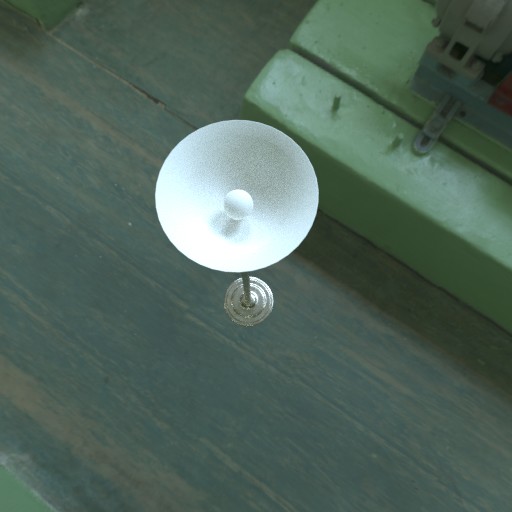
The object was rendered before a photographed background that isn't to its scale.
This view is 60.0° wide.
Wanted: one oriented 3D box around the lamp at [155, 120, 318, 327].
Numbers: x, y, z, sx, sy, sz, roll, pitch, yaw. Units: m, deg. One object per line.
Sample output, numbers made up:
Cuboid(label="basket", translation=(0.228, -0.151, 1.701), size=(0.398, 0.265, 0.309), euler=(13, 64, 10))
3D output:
Cuboid(label="lamp", translation=(0.000, 0.000, 1.981), size=(0.405, 1.785, 0.575), euler=(33, 78, 8))
